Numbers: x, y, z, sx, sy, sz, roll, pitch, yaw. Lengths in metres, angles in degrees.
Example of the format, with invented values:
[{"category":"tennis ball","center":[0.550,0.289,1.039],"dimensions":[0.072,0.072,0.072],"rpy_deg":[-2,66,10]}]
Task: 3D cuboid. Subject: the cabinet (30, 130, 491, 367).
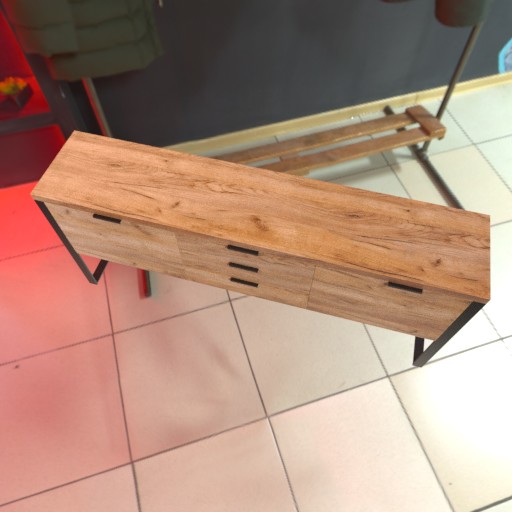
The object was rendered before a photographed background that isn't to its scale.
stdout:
[{"category":"cabinet","center":[0.000,0.000,2.090],"dimensions":[1.800,0.762,0.395],"rpy_deg":[13,59,8]}]
